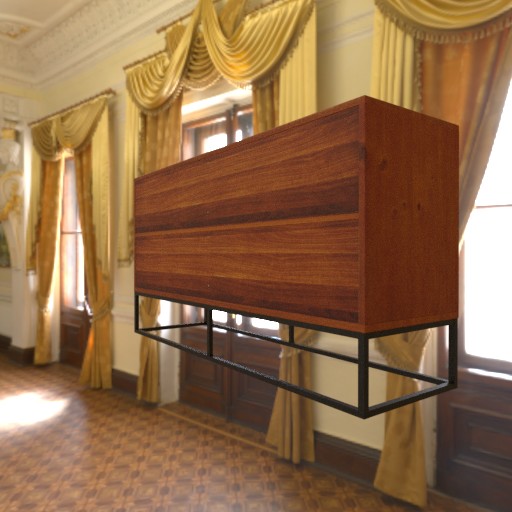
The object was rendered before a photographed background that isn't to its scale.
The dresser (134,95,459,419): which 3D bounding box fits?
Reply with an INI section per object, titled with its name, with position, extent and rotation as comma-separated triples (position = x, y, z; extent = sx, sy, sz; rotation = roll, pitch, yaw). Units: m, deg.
[dresser]
position = 0.000, 0.000, 1.858
extent = 0.464, 0.810, 1.536
rotation = 0, 0, -37
